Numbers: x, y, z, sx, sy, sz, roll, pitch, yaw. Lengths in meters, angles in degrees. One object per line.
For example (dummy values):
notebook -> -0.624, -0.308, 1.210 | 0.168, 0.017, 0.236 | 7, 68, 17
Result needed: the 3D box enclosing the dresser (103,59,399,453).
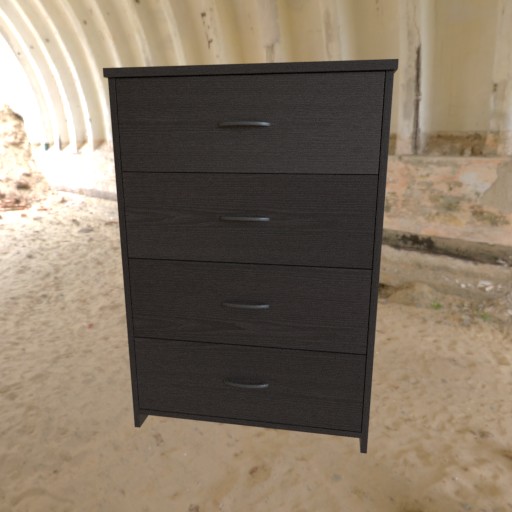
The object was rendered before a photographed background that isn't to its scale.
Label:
dresser -> 0.000, 0.000, 1.338 | 0.704, 1.020, 0.399 | 2, 14, 10
